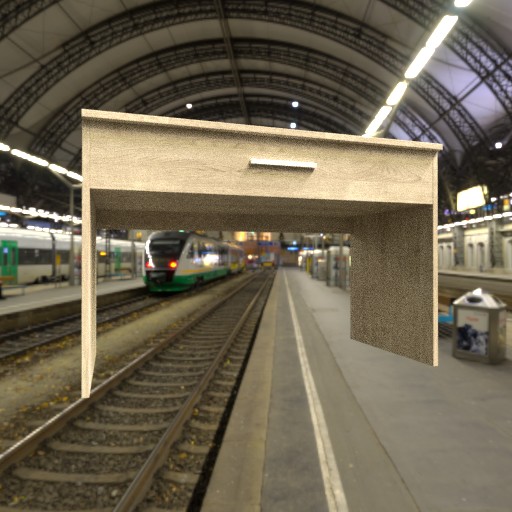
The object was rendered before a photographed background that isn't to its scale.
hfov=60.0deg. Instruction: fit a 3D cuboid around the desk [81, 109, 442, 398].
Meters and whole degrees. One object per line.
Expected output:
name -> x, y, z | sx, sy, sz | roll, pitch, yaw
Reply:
desk -> 0.000, 0.000, 1.542 | 1.100, 0.730, 0.560 | 0, 0, -18
